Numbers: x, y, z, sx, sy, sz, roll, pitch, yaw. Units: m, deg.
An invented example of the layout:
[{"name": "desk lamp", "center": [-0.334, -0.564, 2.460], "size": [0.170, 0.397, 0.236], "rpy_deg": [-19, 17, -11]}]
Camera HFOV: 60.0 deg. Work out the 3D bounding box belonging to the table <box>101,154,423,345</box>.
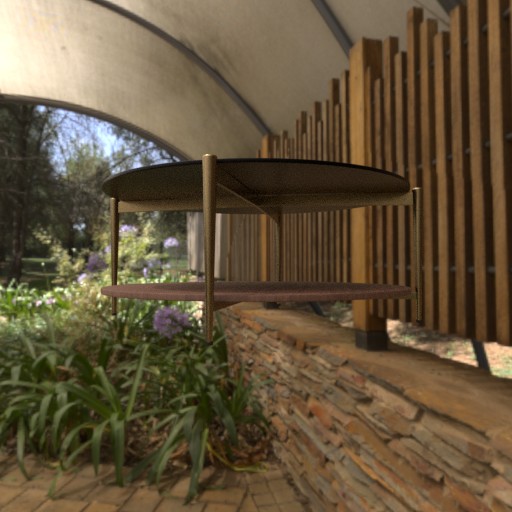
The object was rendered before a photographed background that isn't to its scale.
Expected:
[{"name": "table", "center": [0.000, 0.000, 1.421], "size": [0.938, 0.400, 0.938], "rpy_deg": [1, -2, -19]}]
